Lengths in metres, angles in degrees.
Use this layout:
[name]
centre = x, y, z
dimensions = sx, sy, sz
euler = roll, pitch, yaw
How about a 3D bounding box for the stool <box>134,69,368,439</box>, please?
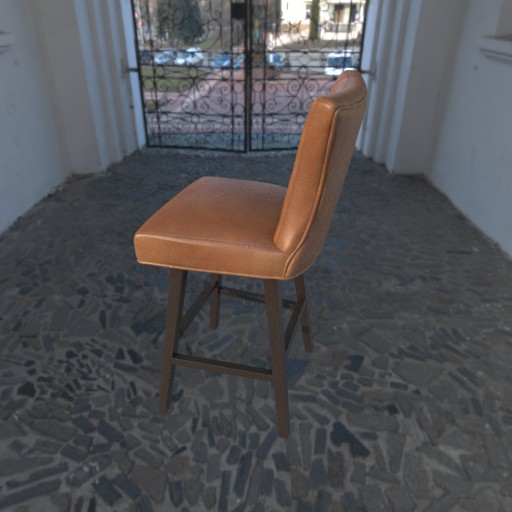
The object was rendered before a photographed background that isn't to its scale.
[stool]
centre = 0.000, 0.000, 1.448
dimensions = 0.585, 1.094, 0.522
euler = 9, 31, 15
